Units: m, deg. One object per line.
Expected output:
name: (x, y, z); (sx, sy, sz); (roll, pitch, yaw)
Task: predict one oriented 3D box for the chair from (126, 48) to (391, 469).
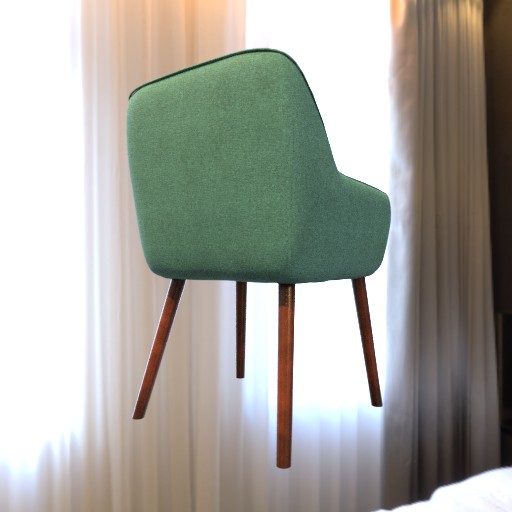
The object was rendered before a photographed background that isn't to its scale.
chair: (0.000, 0.000, 1.141); (0.543, 0.803, 0.519); (0, 0, 36)
